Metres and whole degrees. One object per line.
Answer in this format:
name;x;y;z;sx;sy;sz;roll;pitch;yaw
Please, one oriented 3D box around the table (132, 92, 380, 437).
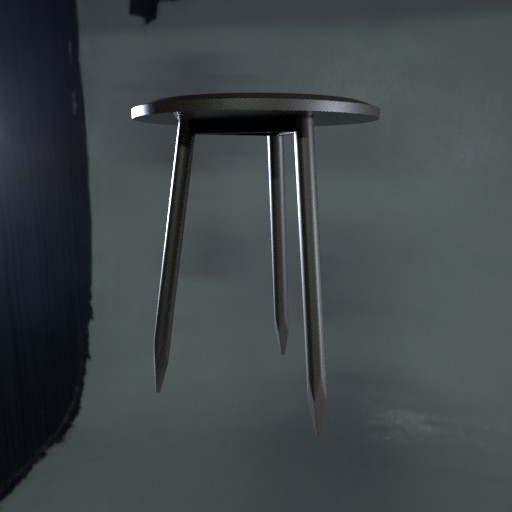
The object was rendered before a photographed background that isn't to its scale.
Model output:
table;0.000;0.000;0.911;0.457;0.585;0.457;0;13;0
